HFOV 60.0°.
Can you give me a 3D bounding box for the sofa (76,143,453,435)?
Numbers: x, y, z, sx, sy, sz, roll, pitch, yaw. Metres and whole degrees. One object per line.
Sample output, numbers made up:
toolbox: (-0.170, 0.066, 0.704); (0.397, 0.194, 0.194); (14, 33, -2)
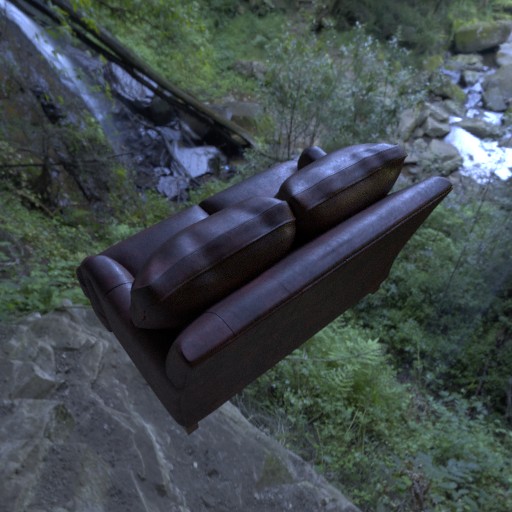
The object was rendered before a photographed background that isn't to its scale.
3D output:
sofa: (0.000, 0.000, 2.386); (1.628, 1.070, 1.148); (-31, 54, -26)
